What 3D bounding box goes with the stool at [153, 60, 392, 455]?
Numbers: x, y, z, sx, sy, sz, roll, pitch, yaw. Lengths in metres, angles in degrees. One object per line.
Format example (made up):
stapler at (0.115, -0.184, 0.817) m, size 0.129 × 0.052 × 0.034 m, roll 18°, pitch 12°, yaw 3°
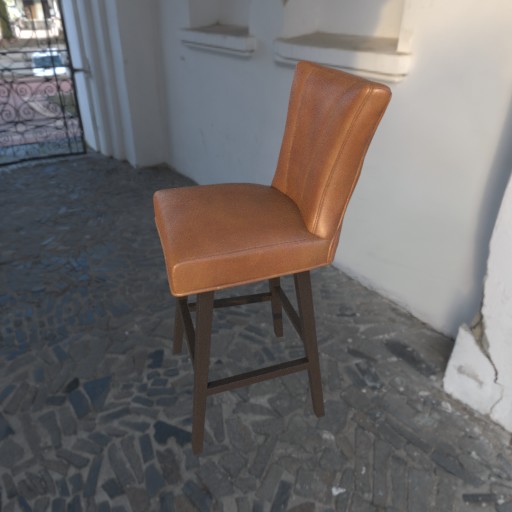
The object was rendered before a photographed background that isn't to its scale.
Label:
stool at (0.000, 0.000, 1.423) m, size 0.585 × 1.094 × 0.522 m, roll -8°, pitch 31°, yaw -14°
